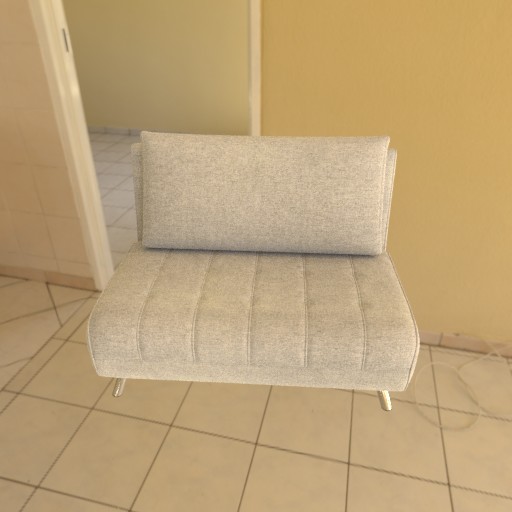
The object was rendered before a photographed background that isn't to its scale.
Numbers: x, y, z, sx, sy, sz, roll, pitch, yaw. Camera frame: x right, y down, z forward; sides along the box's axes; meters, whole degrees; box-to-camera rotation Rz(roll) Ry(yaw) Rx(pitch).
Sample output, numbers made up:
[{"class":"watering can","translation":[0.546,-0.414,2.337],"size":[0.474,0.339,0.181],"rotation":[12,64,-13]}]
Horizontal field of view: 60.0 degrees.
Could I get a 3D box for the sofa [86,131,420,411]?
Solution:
[{"class":"sofa","translation":[0.000,0.000,1.886],"size":[1.220,0.910,0.910],"rotation":[2,31,3]}]
